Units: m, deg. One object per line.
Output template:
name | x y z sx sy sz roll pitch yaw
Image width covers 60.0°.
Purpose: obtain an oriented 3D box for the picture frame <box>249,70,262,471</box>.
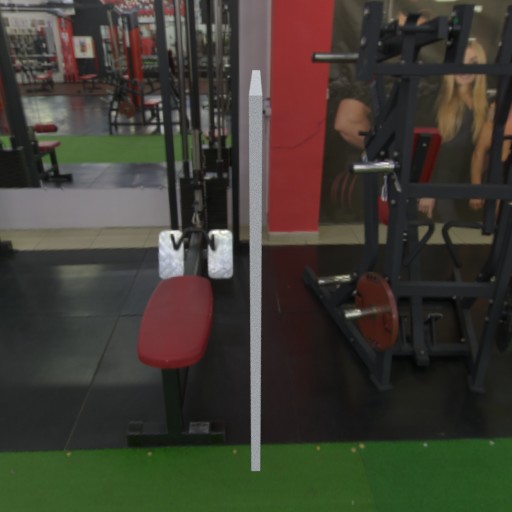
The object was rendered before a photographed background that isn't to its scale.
picture frame | 0.000 0.000 0.618 0.011 0.459 0.326 0 26 0
